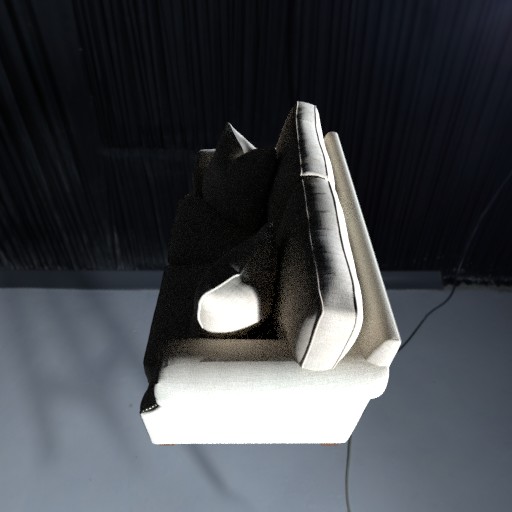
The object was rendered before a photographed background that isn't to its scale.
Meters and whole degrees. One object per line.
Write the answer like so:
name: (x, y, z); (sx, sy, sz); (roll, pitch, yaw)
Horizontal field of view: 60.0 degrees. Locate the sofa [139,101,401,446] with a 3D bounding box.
sofa: (0.000, 0.000, 2.233); (0.966, 0.966, 1.701); (0, 42, 0)
